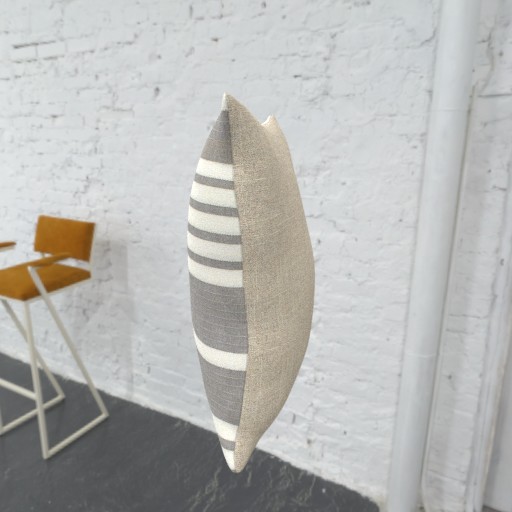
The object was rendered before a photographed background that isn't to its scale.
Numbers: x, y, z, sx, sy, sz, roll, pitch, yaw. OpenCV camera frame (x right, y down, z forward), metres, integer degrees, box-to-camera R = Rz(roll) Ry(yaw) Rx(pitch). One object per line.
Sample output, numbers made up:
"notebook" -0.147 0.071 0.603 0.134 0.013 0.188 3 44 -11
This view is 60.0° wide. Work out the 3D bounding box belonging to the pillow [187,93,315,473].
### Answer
"pillow" 0.000 0.000 0.682 0.182 0.440 0.439 2 14 8
